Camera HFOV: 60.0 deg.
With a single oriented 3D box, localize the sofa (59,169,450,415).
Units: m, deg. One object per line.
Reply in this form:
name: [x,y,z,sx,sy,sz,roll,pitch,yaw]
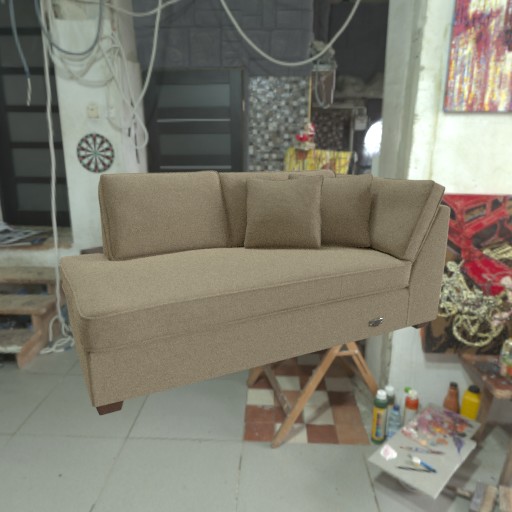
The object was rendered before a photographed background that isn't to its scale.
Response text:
sofa: [0.000,0.000,2.803,2.237,1.033,1.110,-8,17,-26]
